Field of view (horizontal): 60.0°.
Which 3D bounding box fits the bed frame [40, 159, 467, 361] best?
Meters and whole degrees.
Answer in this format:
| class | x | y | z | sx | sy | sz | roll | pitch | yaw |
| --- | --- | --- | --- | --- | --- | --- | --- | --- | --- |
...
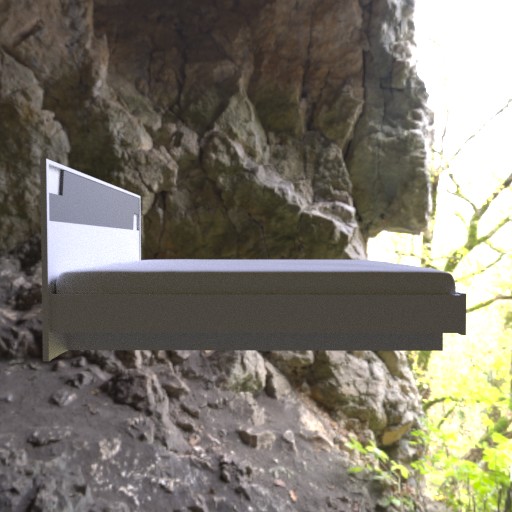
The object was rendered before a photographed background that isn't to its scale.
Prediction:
| class | x | y | z | sx | sy | sz | roll | pitch | yaw |
| --- | --- | --- | --- | --- | --- | --- | --- | --- | --- |
| bed frame | 0.000 | 0.000 | 3.031 | 2.100 | 1.001 | 1.711 | 0 | 2 | 1 |
